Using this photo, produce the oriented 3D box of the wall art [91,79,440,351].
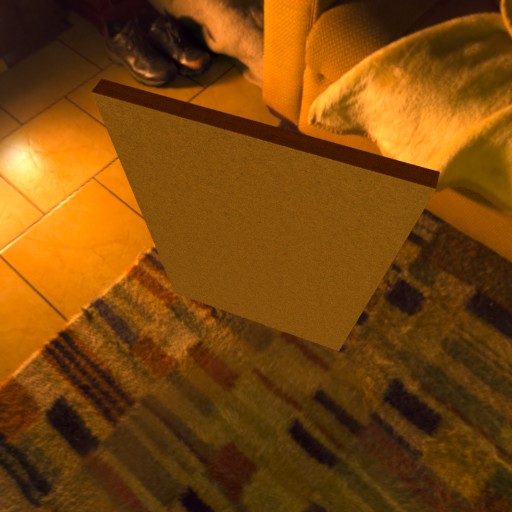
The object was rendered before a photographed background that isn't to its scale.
[{"bbox_3d":[0.000,0.000,1.149,0.610,0.914,0.037,18,64,9],"label":"wall art"}]
